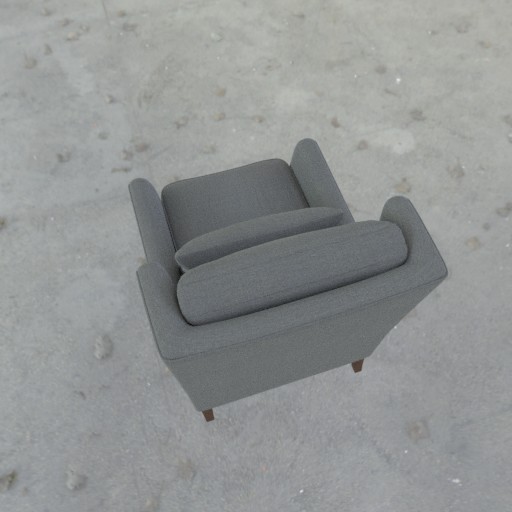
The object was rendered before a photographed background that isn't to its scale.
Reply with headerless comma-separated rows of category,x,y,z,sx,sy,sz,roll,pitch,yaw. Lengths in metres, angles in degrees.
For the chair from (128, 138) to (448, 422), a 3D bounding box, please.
chair,0.000,0.000,1.829,0.866,1.056,1.040,-15,60,-9
